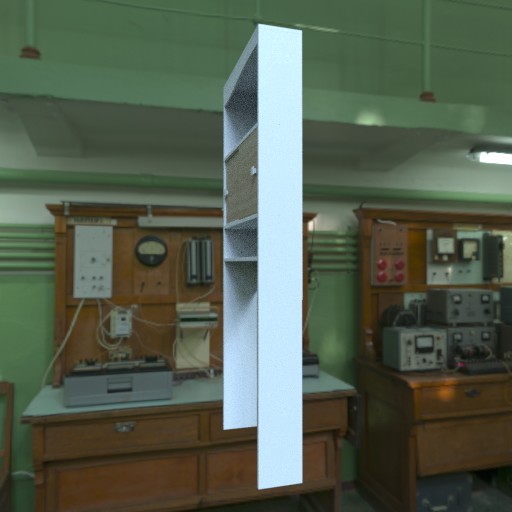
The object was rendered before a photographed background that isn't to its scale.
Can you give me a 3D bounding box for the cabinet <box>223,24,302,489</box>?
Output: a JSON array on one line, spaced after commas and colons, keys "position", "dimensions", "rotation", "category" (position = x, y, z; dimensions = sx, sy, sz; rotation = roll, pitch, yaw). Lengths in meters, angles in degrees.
[{"position": [0.000, 0.000, 2.016], "dimensions": [0.192, 1.770, 0.643], "rotation": [0, -1, -16], "category": "cabinet"}]
